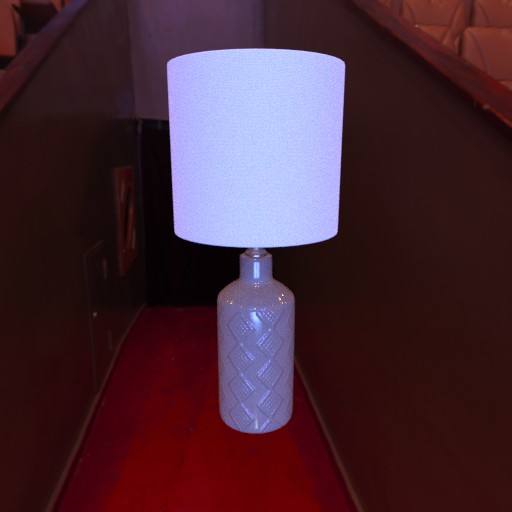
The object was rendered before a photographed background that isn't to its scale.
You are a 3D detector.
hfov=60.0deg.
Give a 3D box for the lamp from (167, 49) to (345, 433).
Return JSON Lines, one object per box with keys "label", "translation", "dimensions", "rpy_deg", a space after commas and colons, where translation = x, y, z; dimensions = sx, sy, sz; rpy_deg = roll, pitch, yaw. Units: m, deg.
{"label": "lamp", "translation": [0.000, 0.000, 0.580], "dimensions": [0.207, 0.461, 0.207], "rpy_deg": [-2, 14, -8]}
